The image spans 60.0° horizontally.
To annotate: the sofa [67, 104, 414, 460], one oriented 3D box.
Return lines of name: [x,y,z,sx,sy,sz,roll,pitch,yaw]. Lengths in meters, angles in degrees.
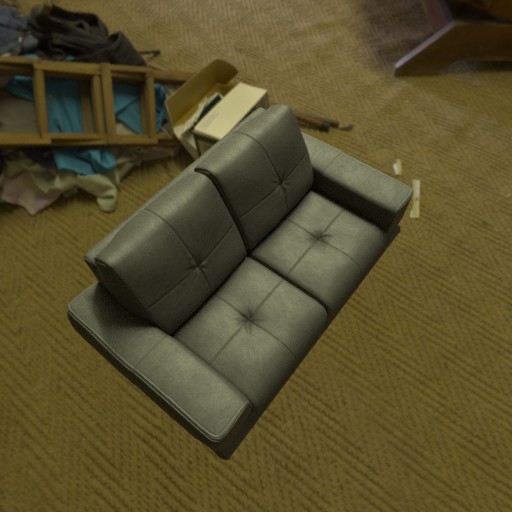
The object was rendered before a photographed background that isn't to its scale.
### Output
sofa: [0.000,0.000,2.433,1.018,0.907,1.806,33,63,20]
